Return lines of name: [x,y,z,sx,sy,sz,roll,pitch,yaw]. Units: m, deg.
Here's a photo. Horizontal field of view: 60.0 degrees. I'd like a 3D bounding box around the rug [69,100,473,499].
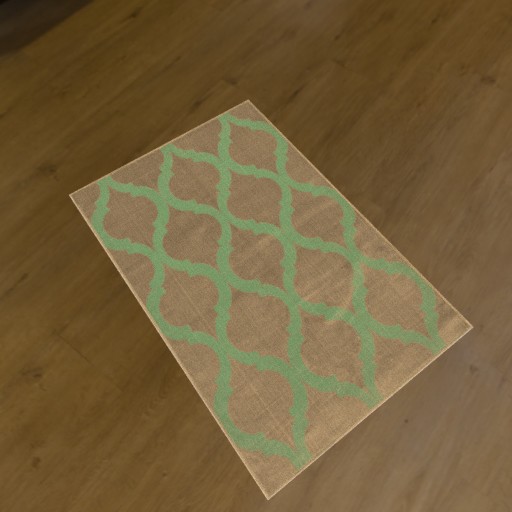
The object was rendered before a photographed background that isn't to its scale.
rug: [0.000,0.000,2.845,1.524,0.006,2.286,-33,68,-16]
